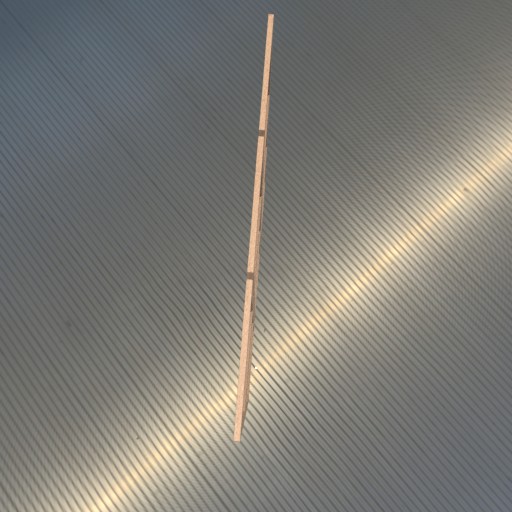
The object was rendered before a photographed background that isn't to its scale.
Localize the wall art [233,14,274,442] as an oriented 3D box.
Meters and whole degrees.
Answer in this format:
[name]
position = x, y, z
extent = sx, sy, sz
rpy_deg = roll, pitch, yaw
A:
[wall art]
position = 0.000, 0.000, 1.346
extent = 0.012, 0.910, 0.917
rpy_deg = 4, 76, 1
